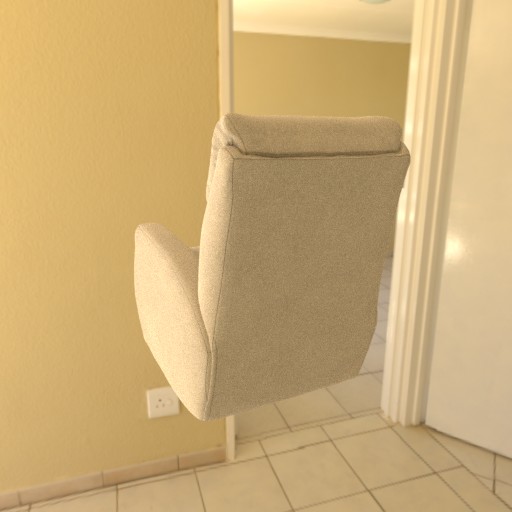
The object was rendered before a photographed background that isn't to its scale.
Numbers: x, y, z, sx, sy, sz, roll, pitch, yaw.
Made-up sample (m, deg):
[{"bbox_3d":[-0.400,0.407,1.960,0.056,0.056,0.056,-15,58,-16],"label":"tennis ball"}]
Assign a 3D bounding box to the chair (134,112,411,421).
[{"bbox_3d":[0.000,0.000,1.722,0.794,1.021,0.940,-7,17,-26],"label":"chair"}]
